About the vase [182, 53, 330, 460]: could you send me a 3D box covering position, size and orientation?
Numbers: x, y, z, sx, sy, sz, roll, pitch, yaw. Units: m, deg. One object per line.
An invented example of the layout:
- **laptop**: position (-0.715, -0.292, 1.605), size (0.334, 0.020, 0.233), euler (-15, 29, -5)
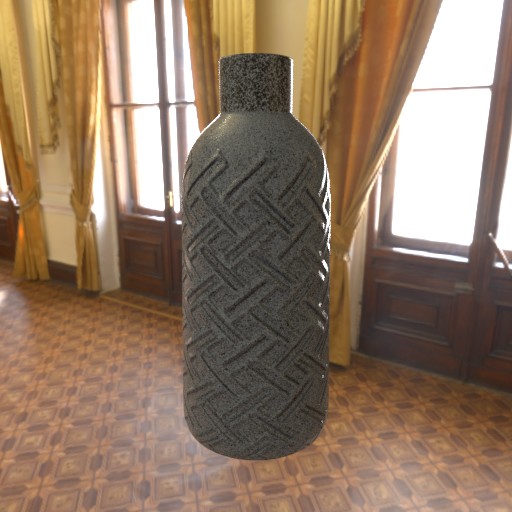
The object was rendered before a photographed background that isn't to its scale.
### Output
- **vase**: position (0.000, 0.000, 0.344), size (0.122, 0.282, 0.122), euler (0, 15, 0)
